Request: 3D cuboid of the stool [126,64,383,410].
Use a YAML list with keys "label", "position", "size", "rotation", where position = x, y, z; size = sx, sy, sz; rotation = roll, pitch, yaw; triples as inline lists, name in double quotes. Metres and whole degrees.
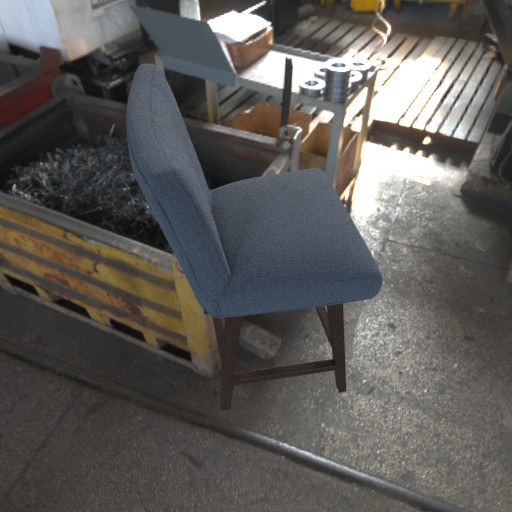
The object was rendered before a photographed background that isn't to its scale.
- label: "stool"
  position: [0.000, 0.000, 1.331]
  size: [0.574, 1.000, 0.514]
  rotation: [-9, 46, -9]
